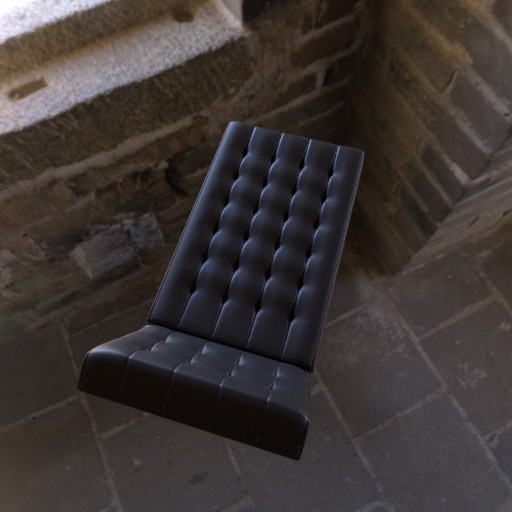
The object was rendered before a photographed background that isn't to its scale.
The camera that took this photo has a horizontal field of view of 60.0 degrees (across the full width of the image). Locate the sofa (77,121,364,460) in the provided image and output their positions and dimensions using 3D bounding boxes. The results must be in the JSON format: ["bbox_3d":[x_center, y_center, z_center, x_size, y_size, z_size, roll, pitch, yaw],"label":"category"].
[{"bbox_3d":[0.000,0.000,2.011,0.760,0.820,1.560,15,65,7],"label":"sofa"}]
